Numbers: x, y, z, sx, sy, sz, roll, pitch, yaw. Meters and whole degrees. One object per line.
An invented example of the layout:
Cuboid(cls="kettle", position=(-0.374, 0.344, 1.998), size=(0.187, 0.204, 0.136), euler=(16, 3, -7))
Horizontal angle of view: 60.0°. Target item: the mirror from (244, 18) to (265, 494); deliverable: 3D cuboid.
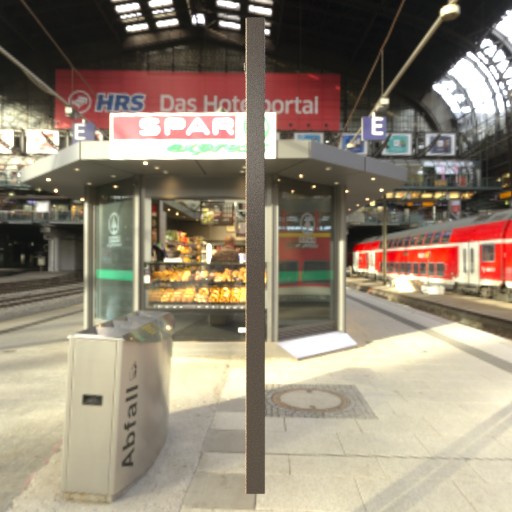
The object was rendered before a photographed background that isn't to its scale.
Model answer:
Cuboid(cls="mirror", position=(0.000, 0.000, 1.155), size=(0.041, 0.915, 0.609), euler=(0, 0, 1))
